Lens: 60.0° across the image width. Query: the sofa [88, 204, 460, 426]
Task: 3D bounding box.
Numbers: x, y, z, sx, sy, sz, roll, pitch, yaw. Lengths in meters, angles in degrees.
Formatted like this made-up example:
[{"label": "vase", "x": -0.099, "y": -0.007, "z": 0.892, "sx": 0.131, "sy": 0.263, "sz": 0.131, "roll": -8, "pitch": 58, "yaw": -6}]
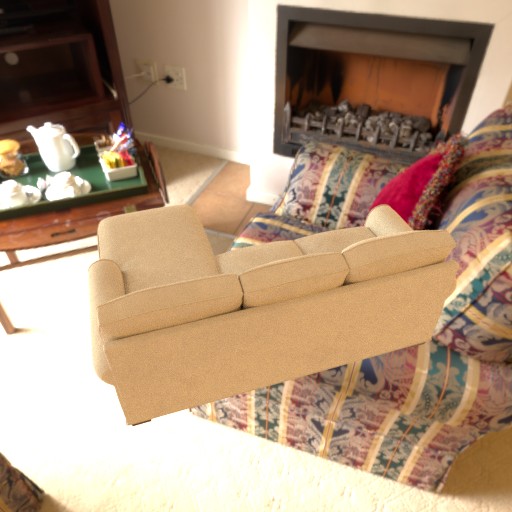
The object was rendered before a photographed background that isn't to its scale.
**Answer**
[{"label": "sofa", "x": 0.000, "y": 0.000, "z": 2.467, "sx": 1.770, "sy": 0.734, "sz": 1.226, "roll": -12, "pitch": 43, "yaw": -13}]
